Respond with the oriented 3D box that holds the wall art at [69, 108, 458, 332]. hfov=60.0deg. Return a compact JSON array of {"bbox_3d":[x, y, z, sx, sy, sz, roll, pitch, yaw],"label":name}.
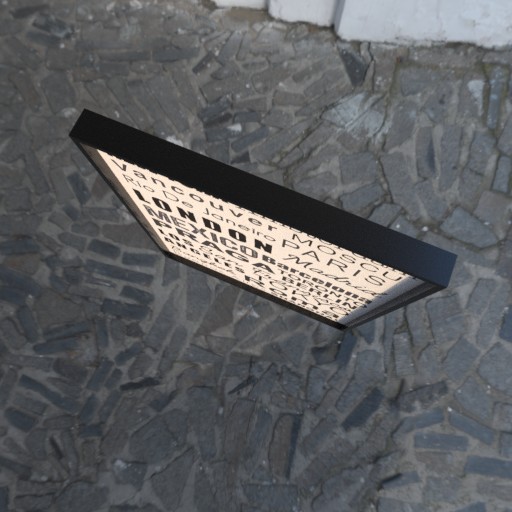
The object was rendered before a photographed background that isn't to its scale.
[{"bbox_3d":[0.000,0.000,0.752,0.448,0.551,0.038,22,77,6],"label":"wall art"}]
